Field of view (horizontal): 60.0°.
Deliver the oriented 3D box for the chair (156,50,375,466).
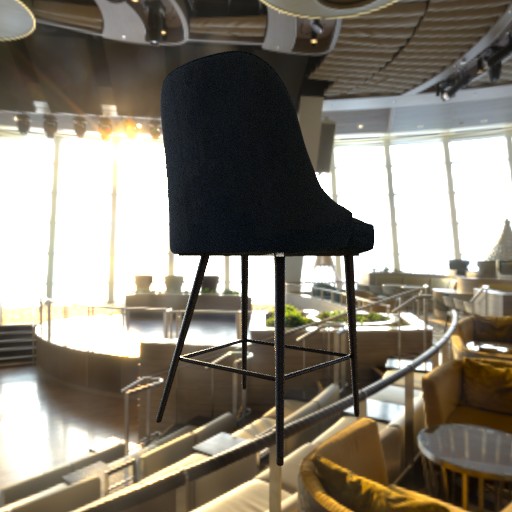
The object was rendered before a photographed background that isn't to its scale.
[{"bbox_3d":[0.000,0.000,1.242,0.526,0.927,0.489,0,0,38],"label":"chair"}]
